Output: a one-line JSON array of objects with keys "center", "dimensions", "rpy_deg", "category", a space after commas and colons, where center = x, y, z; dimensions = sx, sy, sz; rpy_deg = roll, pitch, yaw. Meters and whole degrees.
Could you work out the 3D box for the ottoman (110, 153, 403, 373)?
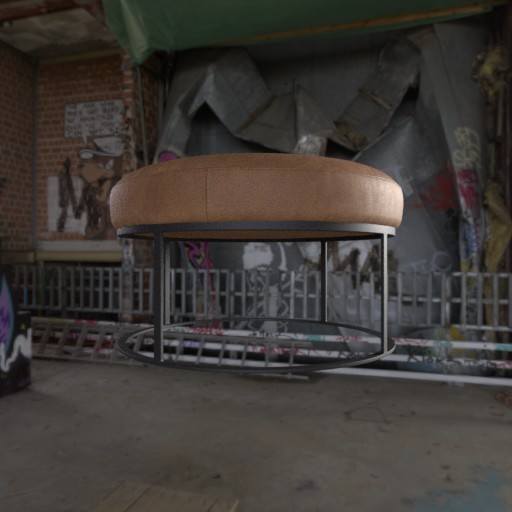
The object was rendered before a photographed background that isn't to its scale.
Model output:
[{"center": [0.000, 0.000, 1.229], "dimensions": [0.771, 0.460, 0.771], "rpy_deg": [0, 0, 0], "category": "ottoman"}]
